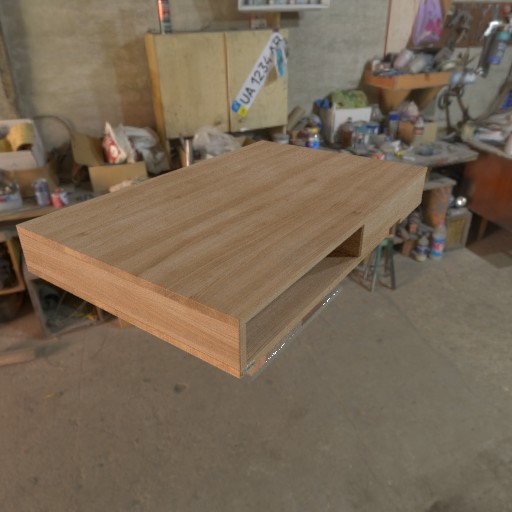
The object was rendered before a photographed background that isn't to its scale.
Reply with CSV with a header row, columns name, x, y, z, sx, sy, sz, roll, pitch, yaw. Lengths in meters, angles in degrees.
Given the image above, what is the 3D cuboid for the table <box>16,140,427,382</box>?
name,x,y,z,sx,sy,sz,roll,pitch,yaw
table,0.000,0.000,1.434,0.700,0.440,1.100,18,33,30
